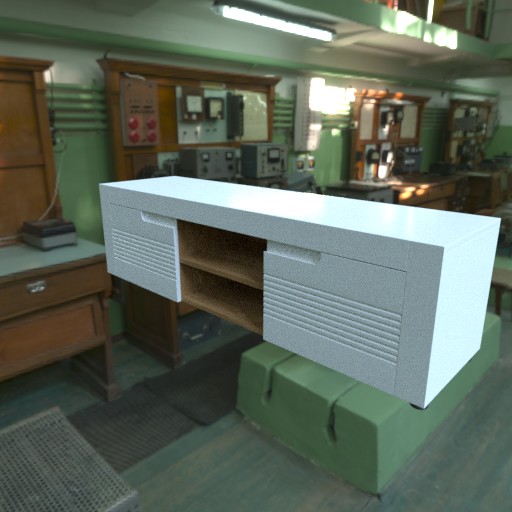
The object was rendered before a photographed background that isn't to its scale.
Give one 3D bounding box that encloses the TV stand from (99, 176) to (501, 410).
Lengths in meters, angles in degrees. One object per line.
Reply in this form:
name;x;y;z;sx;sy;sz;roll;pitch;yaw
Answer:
TV stand;0.000;0.000;1.655;1.500;0.440;0.410;15;22;41
